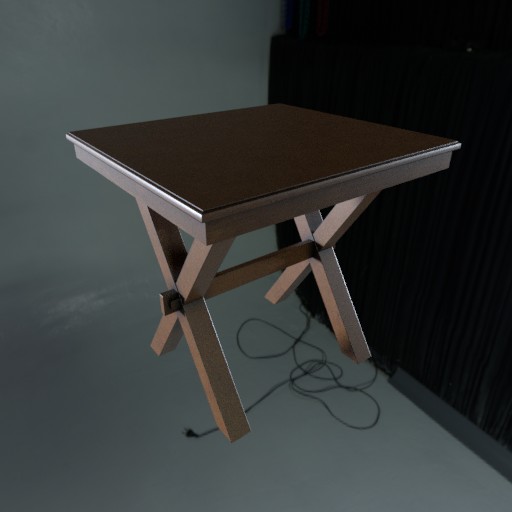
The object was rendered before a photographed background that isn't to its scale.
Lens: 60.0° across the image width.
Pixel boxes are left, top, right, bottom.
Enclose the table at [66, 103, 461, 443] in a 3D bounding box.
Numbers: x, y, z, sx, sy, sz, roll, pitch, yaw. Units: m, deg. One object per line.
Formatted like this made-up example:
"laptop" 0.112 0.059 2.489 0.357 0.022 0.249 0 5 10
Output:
"table" 0.000 0.000 1.049 0.602 0.562 0.560 -20 34 -32
